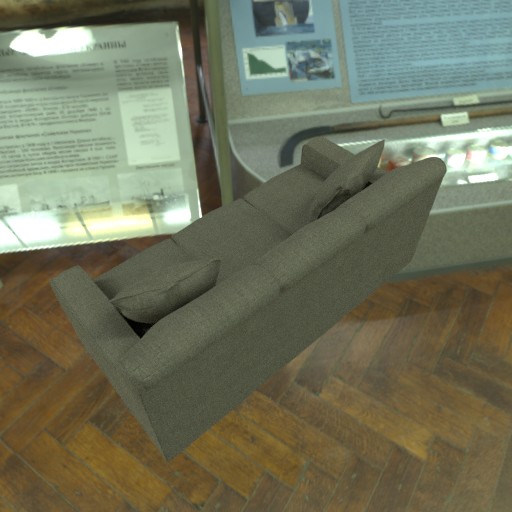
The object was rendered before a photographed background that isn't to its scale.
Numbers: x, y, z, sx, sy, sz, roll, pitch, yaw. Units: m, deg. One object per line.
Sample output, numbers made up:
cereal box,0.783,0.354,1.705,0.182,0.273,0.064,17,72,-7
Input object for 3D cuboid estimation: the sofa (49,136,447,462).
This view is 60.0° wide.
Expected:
sofa,0.000,0.000,2.558,2.024,0.958,0.997,-33,55,-27
